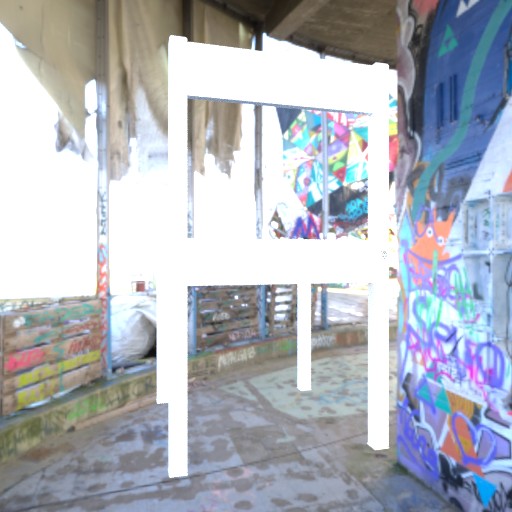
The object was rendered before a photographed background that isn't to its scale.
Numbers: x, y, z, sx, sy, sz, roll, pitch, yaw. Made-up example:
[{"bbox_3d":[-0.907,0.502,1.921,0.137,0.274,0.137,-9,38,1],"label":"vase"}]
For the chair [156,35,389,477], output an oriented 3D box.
[{"bbox_3d":[0.000,0.000,0.679,0.285,0.505,0.285,0,0,-16],"label":"chair"}]
